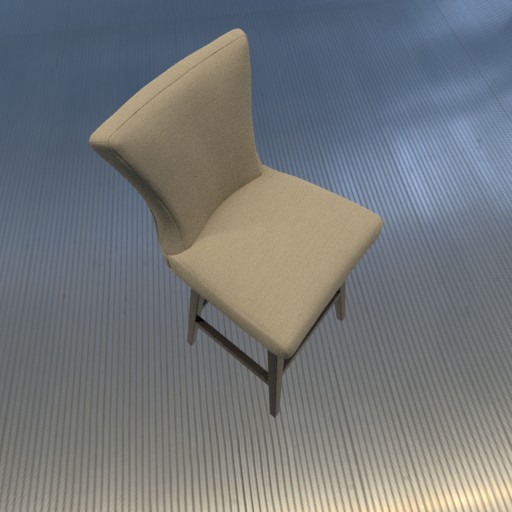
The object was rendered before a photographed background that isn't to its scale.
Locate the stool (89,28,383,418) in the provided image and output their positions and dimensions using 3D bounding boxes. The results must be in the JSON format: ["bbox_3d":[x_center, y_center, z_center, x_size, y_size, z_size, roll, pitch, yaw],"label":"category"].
[{"bbox_3d":[0.000,0.000,1.390,0.574,1.086,0.514,32,63,19],"label":"stool"}]
